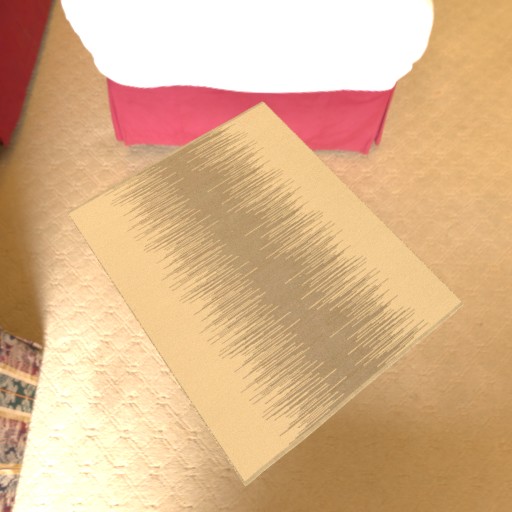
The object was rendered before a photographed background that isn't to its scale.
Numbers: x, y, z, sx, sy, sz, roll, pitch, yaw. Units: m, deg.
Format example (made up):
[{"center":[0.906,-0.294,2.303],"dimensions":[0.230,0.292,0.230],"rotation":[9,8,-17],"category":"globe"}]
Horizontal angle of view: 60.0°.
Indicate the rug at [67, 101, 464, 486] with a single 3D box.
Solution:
[{"center":[0.000,0.000,4.208],"dimensions":[2.453,0.010,3.037],"rotation":[-34,69,-15],"category":"rug"}]
